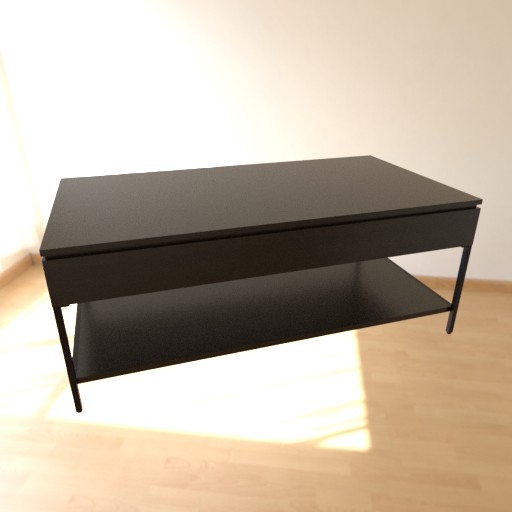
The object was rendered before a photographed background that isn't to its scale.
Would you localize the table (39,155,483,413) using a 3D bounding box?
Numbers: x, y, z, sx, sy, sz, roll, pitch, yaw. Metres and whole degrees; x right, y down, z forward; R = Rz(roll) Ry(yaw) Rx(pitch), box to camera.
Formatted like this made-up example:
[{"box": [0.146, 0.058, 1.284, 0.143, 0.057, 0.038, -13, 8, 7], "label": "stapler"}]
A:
[{"box": [0.000, 0.000, 1.377, 1.095, 0.435, 0.574, -8, 26, -16], "label": "table"}]
